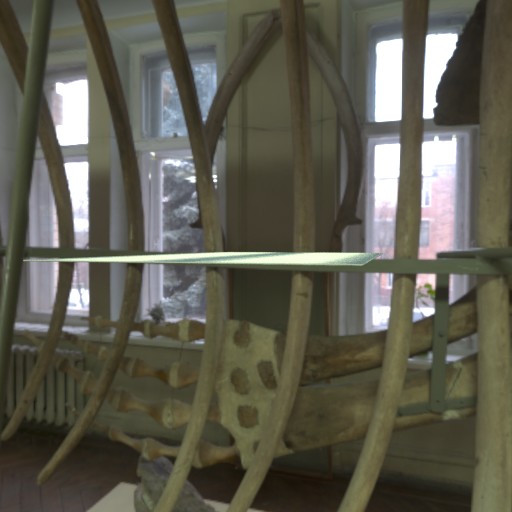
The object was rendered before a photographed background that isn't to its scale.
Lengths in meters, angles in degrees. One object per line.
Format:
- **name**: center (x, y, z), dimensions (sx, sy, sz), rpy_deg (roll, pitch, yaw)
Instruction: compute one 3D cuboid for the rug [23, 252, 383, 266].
- **rug**: center (0.000, 0.000, 2.337), dimensions (1.234, 0.006, 1.854), rpy_deg (0, 2, 18)
